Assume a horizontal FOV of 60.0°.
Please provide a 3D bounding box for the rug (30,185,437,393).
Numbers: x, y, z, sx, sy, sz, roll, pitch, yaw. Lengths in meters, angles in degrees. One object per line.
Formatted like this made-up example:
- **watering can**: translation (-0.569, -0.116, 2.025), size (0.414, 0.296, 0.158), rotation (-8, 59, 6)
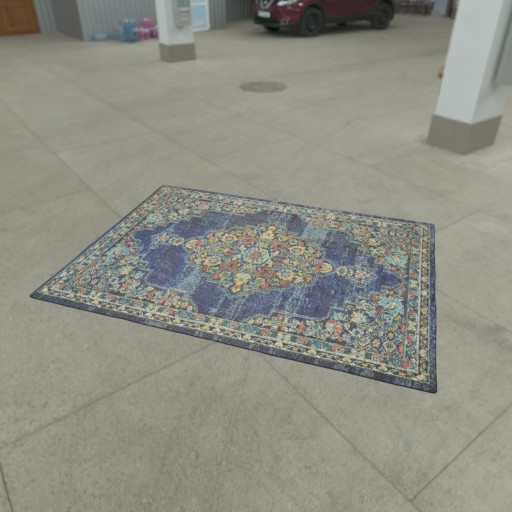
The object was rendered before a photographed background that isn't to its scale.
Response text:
- **rug**: translation (0.000, 0.000, 2.901), size (2.232, 0.009, 1.630), rotation (10, 35, 15)
